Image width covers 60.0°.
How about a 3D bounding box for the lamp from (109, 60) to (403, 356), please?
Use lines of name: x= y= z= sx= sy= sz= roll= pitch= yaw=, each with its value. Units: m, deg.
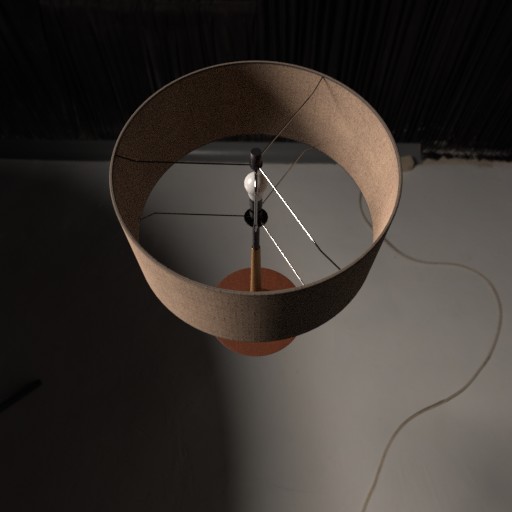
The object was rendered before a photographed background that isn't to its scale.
lamp: x=0.000 y=0.000 z=0.834 sx=0.396 sy=0.551 sz=0.417 roll=0 pitch=59 yaw=0
